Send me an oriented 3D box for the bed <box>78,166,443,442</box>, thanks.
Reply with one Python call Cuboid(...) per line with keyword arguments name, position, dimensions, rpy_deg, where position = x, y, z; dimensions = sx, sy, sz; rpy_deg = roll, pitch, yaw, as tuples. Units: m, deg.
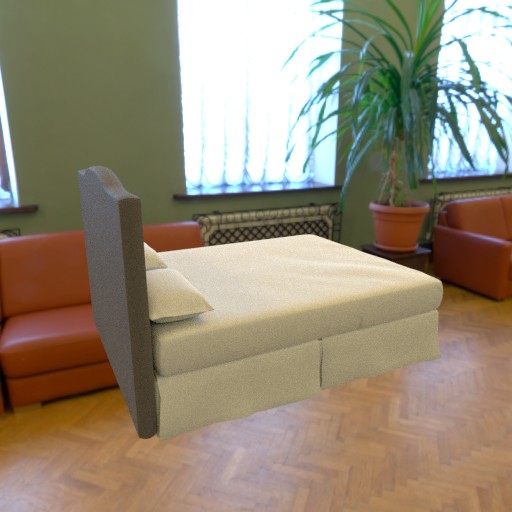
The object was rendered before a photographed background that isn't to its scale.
Cuboid(name="bed", position=(0.000, 0.000, 3.424), dimensions=(2.282, 1.436, 1.821), rpy_deg=(-8, 18, -26))
